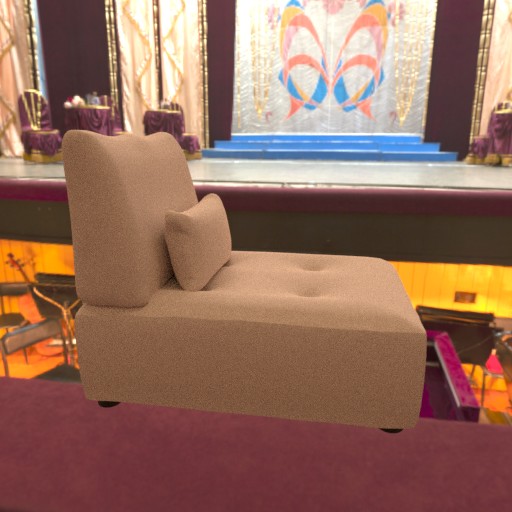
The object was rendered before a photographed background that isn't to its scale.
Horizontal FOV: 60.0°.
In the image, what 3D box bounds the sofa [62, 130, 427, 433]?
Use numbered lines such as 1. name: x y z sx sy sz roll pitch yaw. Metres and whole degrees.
1. sofa: 0.000 0.000 1.504 1.000 0.820 0.700 2 15 9
